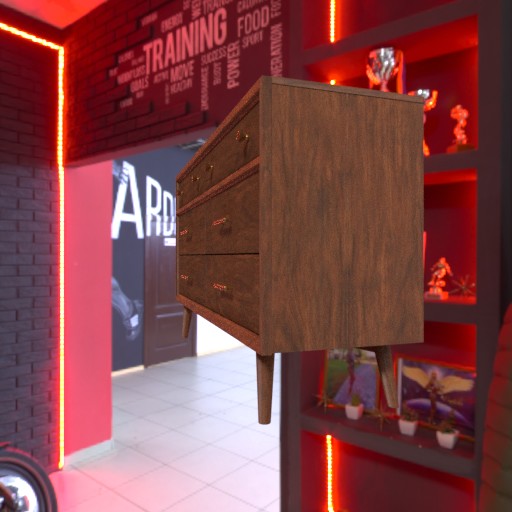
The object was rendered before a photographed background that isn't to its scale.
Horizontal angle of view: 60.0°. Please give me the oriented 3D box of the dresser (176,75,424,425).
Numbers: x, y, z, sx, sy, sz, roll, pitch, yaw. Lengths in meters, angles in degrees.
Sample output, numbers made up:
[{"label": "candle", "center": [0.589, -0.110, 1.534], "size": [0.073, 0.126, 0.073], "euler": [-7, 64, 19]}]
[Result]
[{"label": "dresser", "center": [0.000, 0.000, 1.859], "size": [0.500, 0.889, 1.472], "euler": [0, 0, -18]}]
